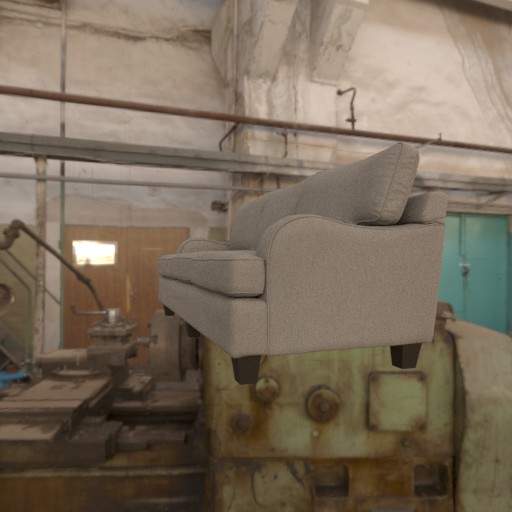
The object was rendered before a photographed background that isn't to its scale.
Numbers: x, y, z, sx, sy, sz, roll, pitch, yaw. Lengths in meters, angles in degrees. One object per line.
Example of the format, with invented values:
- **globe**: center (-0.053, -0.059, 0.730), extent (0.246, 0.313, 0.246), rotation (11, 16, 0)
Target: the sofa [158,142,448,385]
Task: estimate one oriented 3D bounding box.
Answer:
- **sofa**: center (0.000, 0.000, 2.862), extent (1.016, 0.991, 2.323), rotation (0, 0, -19)
